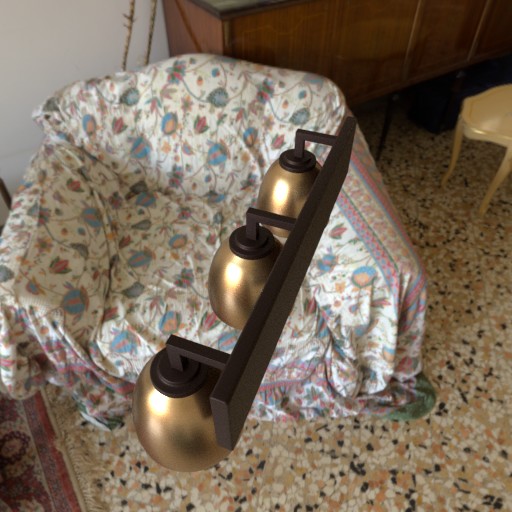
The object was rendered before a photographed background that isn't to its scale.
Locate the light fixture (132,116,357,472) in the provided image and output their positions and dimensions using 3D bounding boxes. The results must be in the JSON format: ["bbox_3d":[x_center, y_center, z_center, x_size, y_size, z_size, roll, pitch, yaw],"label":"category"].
[{"bbox_3d":[0.000,0.000,0.662,0.157,0.204,0.582,16,48,14],"label":"light fixture"}]
